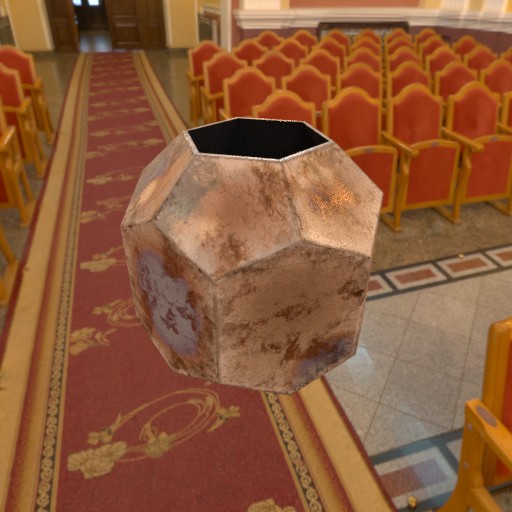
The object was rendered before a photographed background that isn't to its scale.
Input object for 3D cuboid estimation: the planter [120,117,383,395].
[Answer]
[{"bbox_3d":[0.000,0.000,0.436,0.243,0.238,0.221,-8,32,-14],"label":"planter"}]
